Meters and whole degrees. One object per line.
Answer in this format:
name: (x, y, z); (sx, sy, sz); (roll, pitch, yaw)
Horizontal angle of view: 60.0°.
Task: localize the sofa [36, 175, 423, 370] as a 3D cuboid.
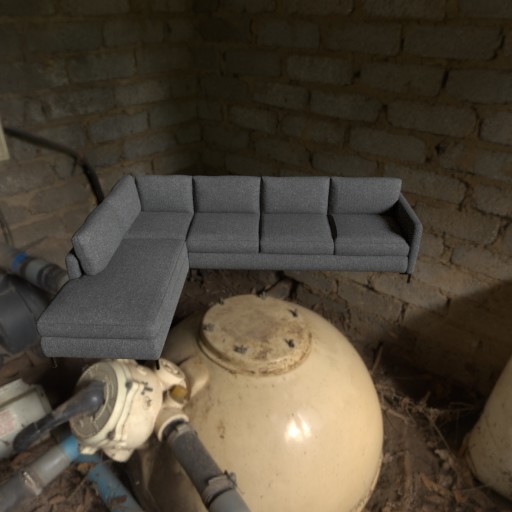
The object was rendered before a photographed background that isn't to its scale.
sofa: (0.000, 0.000, 3.794); (2.949, 0.815, 2.007); (1, 30, 2)
